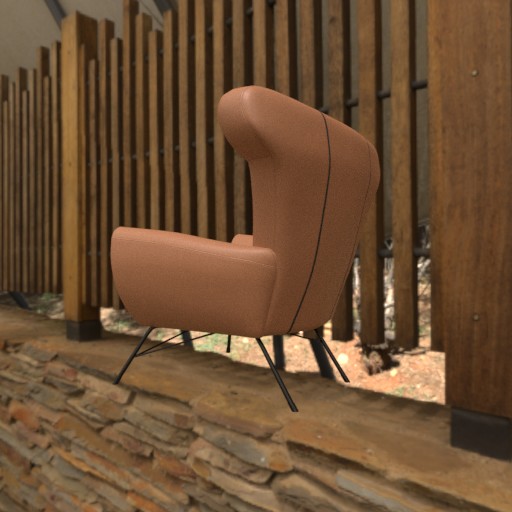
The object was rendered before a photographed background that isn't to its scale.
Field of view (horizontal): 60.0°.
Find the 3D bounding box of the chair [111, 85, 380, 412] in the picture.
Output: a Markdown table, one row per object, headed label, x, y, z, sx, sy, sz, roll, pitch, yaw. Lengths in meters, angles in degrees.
| label | x | y | z | sx | sy | sz | roll | pitch | yaw |
| --- | --- | --- | --- | --- | --- | --- | --- | --- | --- |
| chair | 0.000 | 0.000 | 1.864 | 0.900 | 1.050 | 0.980 | 0 | 0 | 36 |
